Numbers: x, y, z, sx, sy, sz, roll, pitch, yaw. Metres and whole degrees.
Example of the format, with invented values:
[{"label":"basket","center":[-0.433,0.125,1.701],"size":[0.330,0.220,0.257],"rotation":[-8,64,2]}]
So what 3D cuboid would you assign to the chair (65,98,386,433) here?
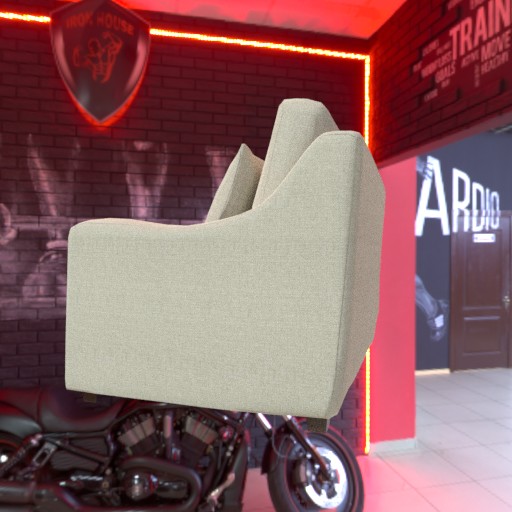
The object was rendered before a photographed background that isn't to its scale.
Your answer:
[{"label":"chair","center":[0.000,0.000,1.893],"size":[1.009,1.016,1.178],"rotation":[0,0,19]}]
